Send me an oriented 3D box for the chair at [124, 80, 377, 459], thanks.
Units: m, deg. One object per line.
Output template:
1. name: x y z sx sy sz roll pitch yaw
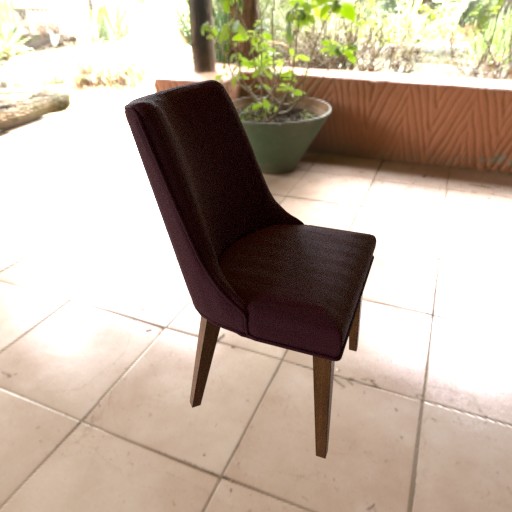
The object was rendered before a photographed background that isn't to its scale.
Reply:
1. chair: 0.000 0.000 1.321 0.638 0.916 0.548 11 31 19
